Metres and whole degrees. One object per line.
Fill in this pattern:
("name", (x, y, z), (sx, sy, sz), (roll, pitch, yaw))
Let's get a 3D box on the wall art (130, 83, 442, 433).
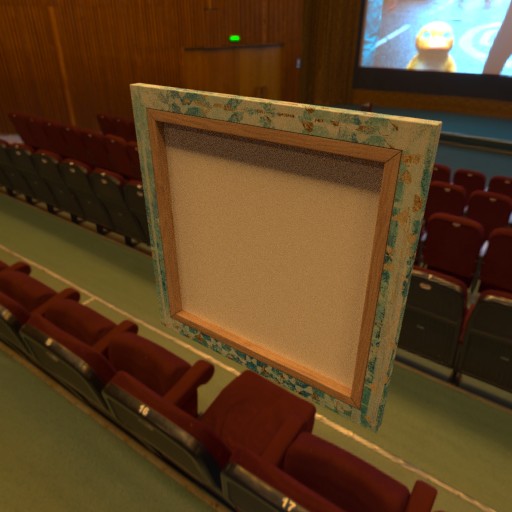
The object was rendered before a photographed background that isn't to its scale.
("wall art", (0.000, 0.000, 1.355), (0.916, 0.916, 0.040), (19, 35, 30))
